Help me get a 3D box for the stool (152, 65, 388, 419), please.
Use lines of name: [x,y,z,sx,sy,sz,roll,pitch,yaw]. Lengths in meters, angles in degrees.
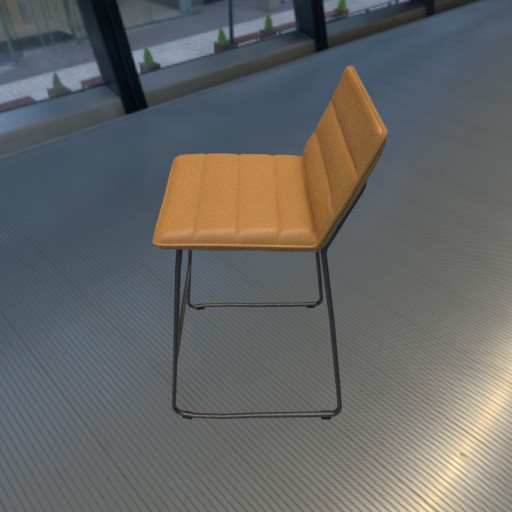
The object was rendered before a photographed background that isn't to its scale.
stool: [0.000,0.000,1.258,0.524,0.936,0.489,0,41,-1]
